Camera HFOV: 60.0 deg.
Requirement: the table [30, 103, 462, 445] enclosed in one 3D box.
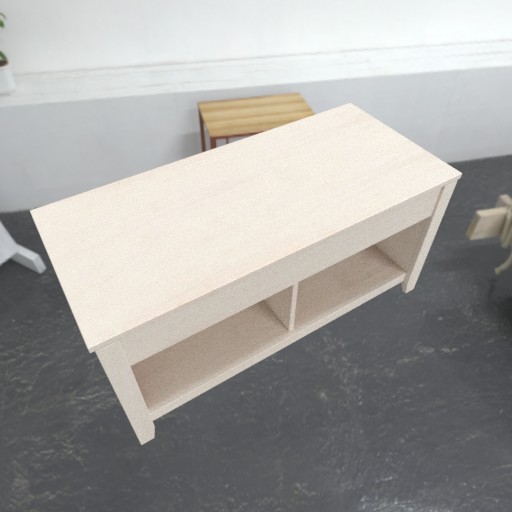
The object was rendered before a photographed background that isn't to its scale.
[{"bbox_3d":[0.000,0.000,1.307,1.016,0.483,0.457,-24,51,-21],"label":"table"}]
